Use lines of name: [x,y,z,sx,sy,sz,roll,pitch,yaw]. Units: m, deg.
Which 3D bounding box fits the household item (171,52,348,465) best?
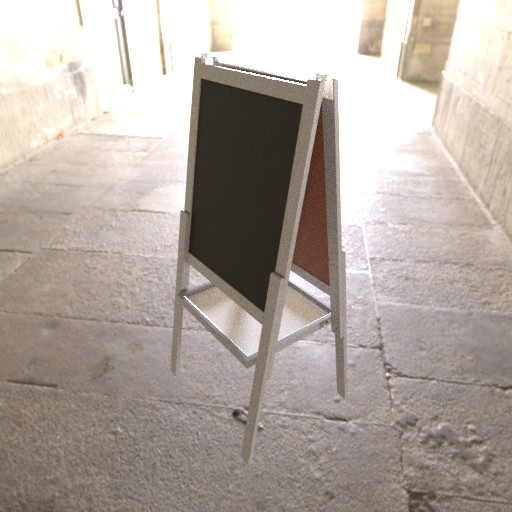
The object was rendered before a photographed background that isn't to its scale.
household item: [0.000,0.000,1.445,0.469,1.172,0.531,-21,37,-31]
